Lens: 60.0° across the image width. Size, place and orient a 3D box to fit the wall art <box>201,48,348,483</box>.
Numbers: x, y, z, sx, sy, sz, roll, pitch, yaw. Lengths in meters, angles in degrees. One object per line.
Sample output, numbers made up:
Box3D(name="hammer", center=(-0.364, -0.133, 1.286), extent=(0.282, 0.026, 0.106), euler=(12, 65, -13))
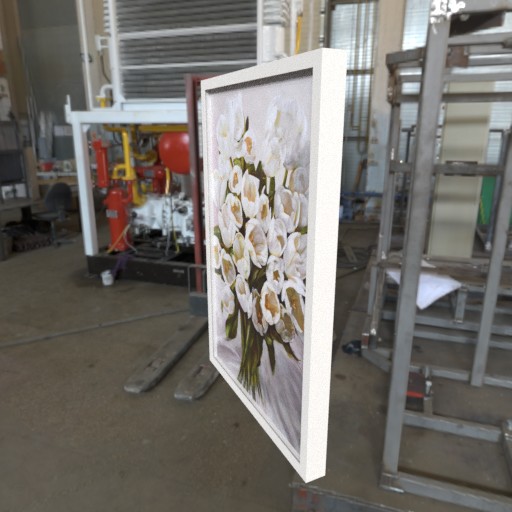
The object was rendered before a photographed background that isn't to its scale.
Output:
Box3D(name="wall art", center=(0.000, 0.000, 0.841), extent=(0.038, 0.657, 0.450), euler=(-8, 18, -25))
